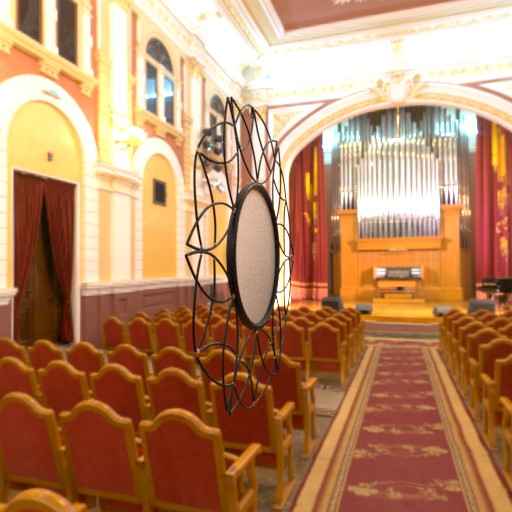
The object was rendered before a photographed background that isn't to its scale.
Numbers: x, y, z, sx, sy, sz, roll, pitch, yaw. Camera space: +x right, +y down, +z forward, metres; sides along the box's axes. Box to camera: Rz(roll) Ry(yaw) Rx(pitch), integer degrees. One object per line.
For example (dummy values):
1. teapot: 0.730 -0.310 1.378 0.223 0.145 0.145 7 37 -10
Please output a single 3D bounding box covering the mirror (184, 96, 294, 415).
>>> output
1. mirror: 0.000 0.000 1.150 0.028 0.775 0.797 0 -1 18
